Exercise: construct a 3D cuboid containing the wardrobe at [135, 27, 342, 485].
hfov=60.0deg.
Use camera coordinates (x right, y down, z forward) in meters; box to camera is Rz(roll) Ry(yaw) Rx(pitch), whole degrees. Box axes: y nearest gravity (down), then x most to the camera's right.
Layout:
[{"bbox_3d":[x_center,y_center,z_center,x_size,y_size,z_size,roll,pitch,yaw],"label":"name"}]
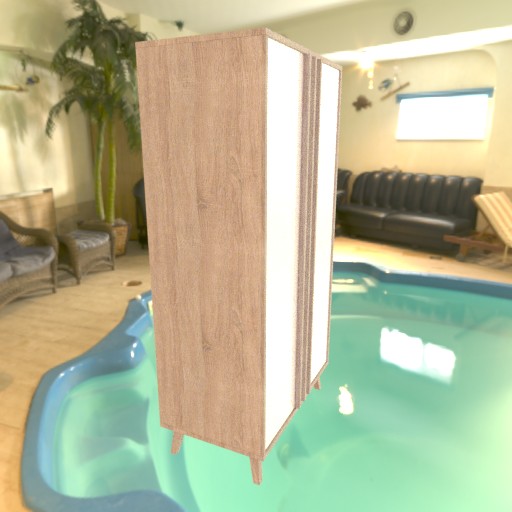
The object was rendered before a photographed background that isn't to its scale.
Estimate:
[{"bbox_3d":[0.000,0.000,2.352,0.600,1.960,1.000,7,17,25],"label":"wardrobe"}]
